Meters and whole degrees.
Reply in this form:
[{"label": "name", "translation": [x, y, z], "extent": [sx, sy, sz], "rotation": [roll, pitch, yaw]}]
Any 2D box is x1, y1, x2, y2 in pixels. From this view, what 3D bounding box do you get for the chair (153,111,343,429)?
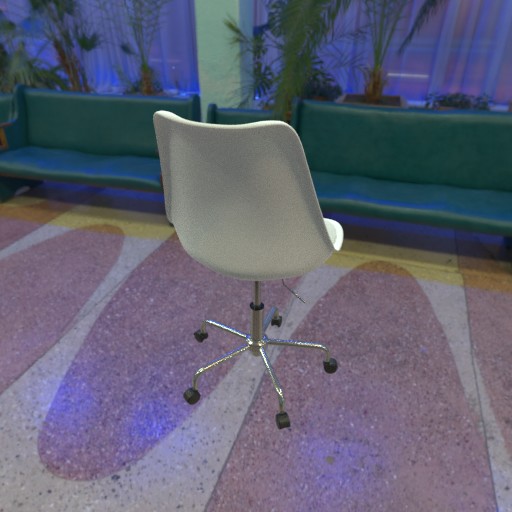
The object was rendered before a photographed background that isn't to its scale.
[{"label": "chair", "translation": [0.000, 0.000, 1.324], "extent": [0.550, 0.930, 0.550], "rotation": [10, 32, 17]}]
